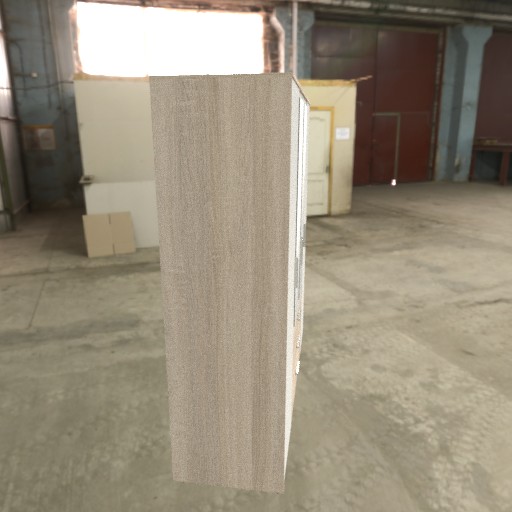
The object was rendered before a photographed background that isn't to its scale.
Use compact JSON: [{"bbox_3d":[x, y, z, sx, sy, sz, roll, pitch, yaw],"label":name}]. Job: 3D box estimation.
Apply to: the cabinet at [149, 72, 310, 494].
[{"bbox_3d":[0.000,0.000,2.983,0.620,2.060,1.870,2,16,9],"label":"cabinet"}]
